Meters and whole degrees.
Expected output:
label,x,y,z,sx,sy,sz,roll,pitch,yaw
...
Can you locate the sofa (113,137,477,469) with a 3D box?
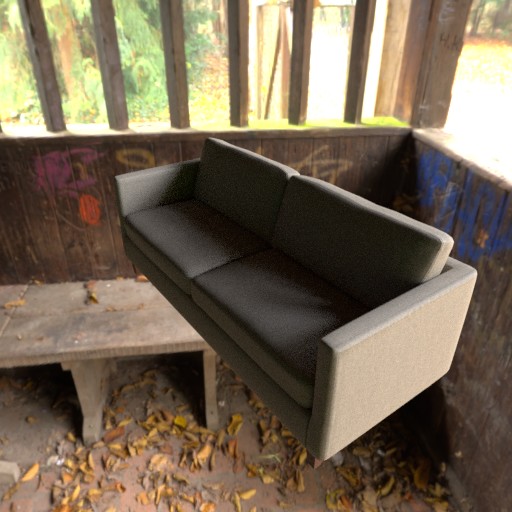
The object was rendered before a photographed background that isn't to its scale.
label,x,y,z,sx,sy,sz,roll,pitch,yaw
sofa,0.000,0.000,2.681,0.956,0.963,2.208,-20,36,-30
